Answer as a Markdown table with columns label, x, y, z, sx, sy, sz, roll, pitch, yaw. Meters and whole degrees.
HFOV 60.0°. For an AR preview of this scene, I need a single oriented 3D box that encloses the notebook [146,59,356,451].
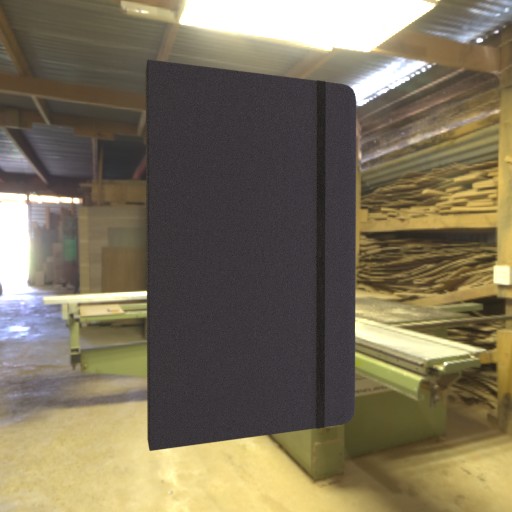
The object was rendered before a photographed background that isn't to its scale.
| label | x | y | z | sx | sy | sz | roll | pitch | yaw |
| --- | --- | --- | --- | --- | --- | --- | --- | --- | --- |
| notebook | 0.000 | 0.000 | 0.266 | 0.127 | 0.213 | 0.016 | 0 | 1 | -18 |
